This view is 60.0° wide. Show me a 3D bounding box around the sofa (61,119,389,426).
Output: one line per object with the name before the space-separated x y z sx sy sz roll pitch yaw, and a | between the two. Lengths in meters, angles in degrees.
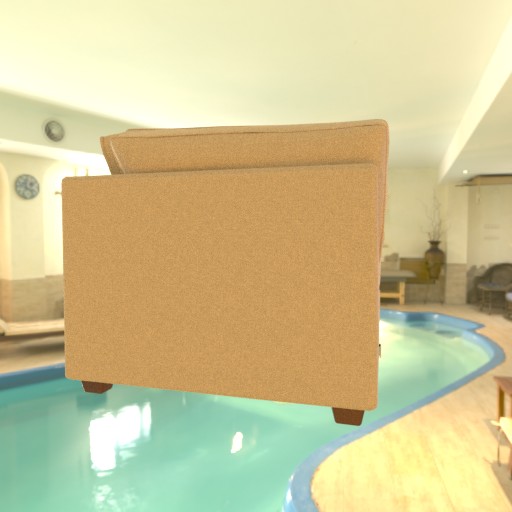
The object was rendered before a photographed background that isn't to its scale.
sofa | 0.000 0.000 1.830 1.050 0.937 1.042 1 3 17
